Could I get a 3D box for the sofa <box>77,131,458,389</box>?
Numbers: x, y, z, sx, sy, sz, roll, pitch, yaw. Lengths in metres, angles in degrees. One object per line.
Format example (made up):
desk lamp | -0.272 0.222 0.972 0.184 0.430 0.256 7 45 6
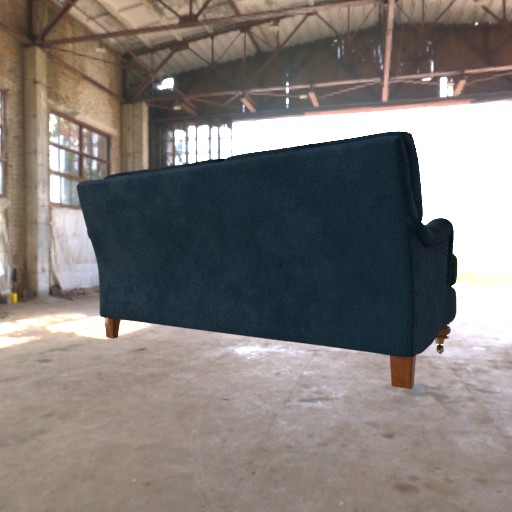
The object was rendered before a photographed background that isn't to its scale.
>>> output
sofa | 0.000 0.000 2.685 2.141 1.101 1.084 0 1 34
